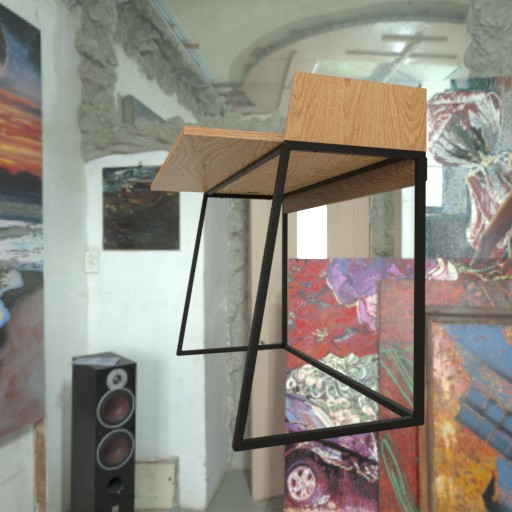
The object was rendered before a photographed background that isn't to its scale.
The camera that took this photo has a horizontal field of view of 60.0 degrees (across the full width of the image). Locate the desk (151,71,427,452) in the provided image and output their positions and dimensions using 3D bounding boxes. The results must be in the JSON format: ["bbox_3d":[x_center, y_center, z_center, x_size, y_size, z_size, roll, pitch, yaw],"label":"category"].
[{"bbox_3d":[0.000,0.000,1.851,0.769,1.061,1.191,0,1,-18],"label":"desk"}]
